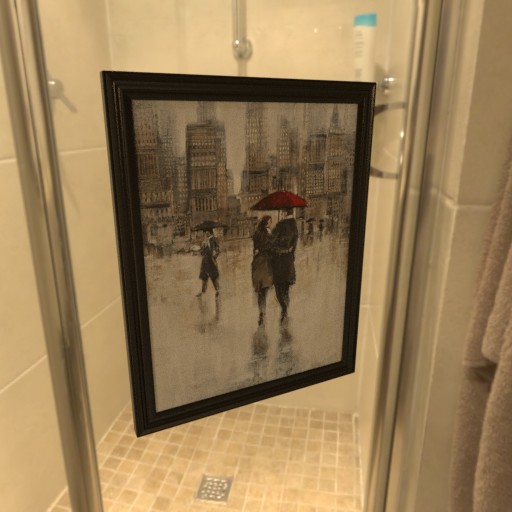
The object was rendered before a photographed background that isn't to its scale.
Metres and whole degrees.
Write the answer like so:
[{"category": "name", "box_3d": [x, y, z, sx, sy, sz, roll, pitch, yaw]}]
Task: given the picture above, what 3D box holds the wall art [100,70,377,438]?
[{"category": "wall art", "box_3d": [0.000, 0.000, 1.594, 0.950, 1.194, 0.053, -8, 19, -25]}]
